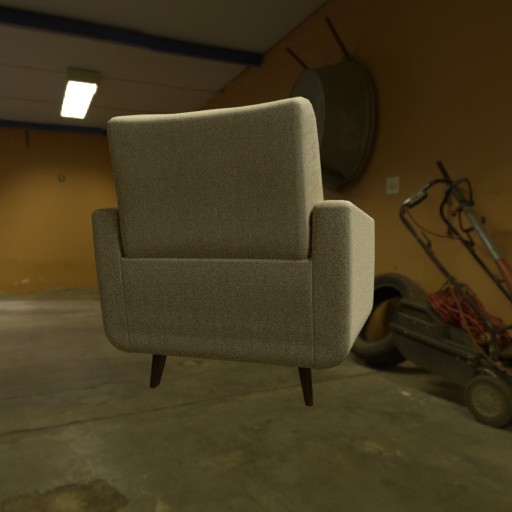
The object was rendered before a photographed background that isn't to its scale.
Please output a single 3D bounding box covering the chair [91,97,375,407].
[{"bbox_3d":[0.000,0.000,1.843,0.897,0.965,1.128,0,1,18],"label":"chair"}]
